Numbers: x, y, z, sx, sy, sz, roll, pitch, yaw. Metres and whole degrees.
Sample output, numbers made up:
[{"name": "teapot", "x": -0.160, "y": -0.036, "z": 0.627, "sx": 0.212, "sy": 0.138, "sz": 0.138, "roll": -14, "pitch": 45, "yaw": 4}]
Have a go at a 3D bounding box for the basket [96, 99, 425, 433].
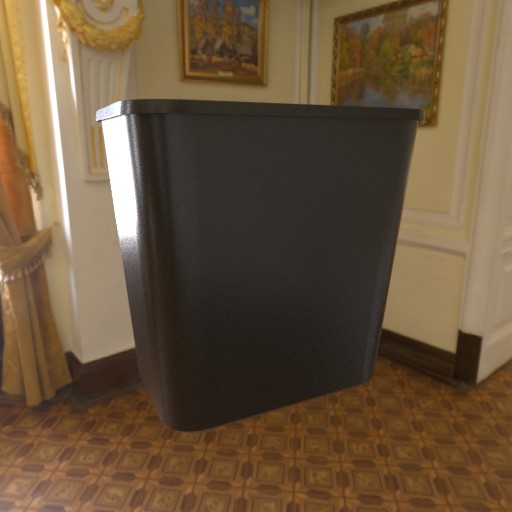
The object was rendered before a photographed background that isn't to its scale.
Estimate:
[{"name": "basket", "x": 0.000, "y": 0.000, "z": 0.494, "sx": 0.300, "sy": 0.307, "sz": 0.211, "roll": -7, "pitch": 16, "yaw": -25}]
